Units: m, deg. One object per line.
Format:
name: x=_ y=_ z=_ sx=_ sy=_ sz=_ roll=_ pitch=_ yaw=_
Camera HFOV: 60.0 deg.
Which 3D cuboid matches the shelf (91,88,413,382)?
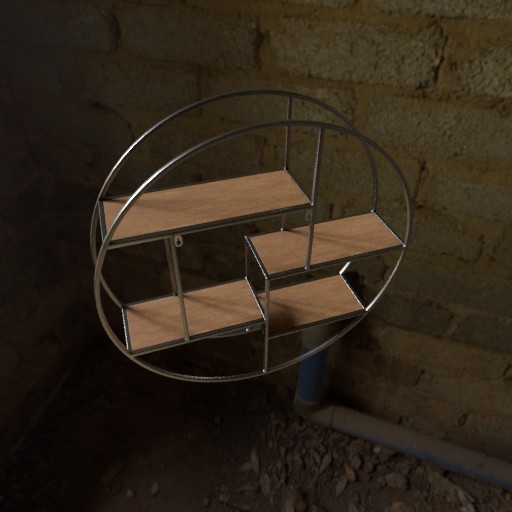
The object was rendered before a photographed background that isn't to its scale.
shelf: x=0.000 y=0.000 z=1.280 sx=0.888 sy=0.888 sz=0.202 roll=-12 pitch=42 yaw=-14
